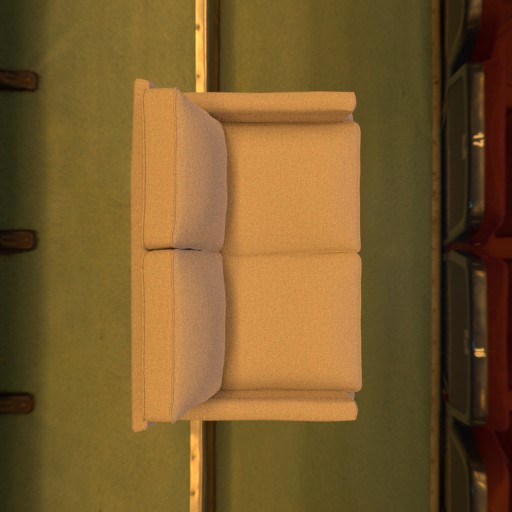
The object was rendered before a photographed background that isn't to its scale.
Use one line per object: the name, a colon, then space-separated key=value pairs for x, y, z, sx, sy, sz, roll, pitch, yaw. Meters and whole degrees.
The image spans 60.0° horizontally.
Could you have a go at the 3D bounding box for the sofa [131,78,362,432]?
sofa: x=0.000 y=0.000 z=2.240 sx=1.084 sy=1.003 sz=1.597 roll=0 pitch=89 yaw=-2
